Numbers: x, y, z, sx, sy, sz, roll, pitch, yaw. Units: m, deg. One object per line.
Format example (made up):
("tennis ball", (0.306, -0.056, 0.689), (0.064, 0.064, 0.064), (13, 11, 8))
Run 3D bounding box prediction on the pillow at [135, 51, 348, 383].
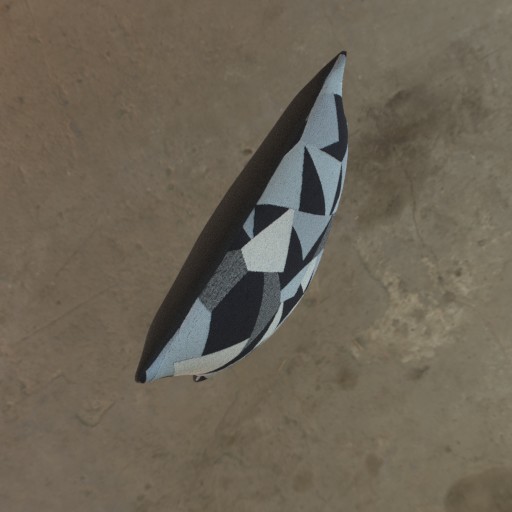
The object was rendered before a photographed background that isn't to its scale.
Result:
("pillow", (0.000, 0.000, 0.762), (0.208, 0.496, 0.503), (29, 78, 7))
